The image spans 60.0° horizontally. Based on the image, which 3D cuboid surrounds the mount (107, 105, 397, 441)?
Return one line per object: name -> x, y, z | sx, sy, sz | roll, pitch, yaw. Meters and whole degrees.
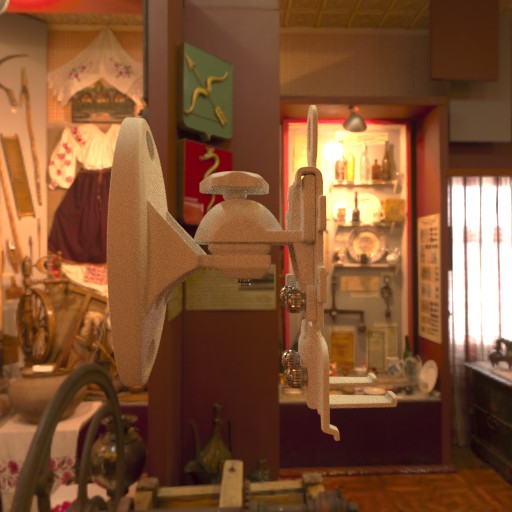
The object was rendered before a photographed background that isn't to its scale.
mount -> 0.000, 0.000, 0.174 | 0.100, 0.118, 0.066 | 0, -1, 0
